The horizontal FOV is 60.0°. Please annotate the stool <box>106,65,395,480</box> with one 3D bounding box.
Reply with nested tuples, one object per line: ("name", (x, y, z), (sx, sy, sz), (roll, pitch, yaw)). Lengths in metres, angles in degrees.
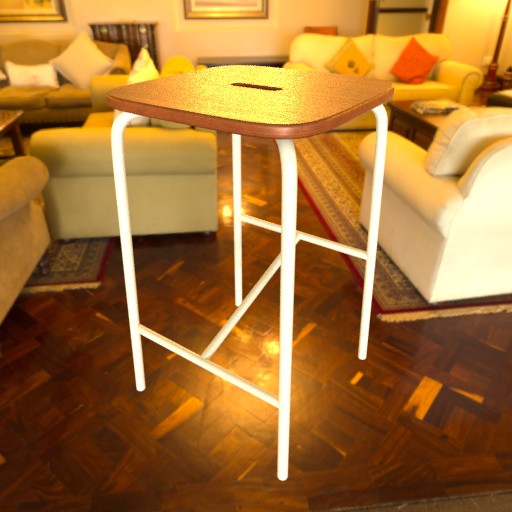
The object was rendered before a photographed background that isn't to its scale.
("stool", (0.000, 0.000, 0.840), (0.376, 0.610, 0.376), (19, 36, 29))
